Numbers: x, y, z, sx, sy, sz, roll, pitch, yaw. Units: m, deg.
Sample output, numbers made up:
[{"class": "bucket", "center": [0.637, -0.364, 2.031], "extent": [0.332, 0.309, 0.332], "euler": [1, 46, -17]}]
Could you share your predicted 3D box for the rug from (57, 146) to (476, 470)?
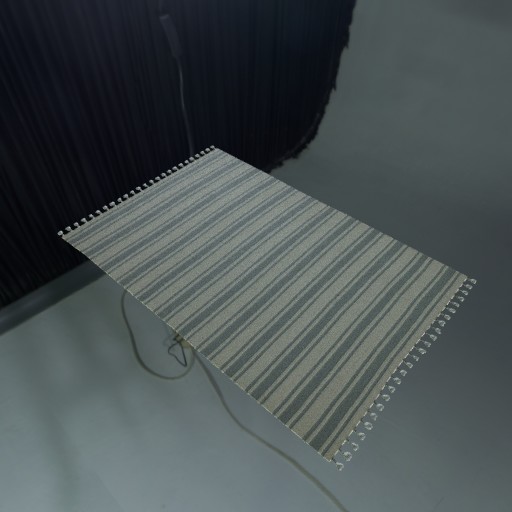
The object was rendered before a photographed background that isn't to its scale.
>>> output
[{"class": "rug", "center": [0.000, 0.000, 2.979], "extent": [2.410, 0.011, 1.539], "euler": [32, 54, 28]}]
